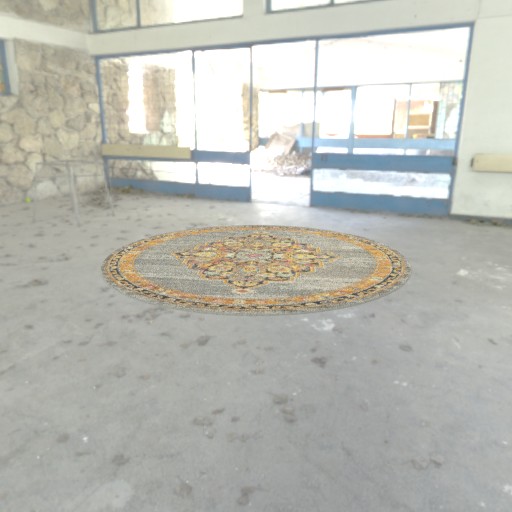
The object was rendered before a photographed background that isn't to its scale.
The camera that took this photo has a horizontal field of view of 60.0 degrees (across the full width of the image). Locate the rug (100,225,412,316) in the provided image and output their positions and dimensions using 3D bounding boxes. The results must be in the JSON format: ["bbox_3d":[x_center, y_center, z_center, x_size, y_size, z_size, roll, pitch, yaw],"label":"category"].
[{"bbox_3d":[0.000,0.000,3.570,2.382,0.014,2.382,0,16,0],"label":"rug"}]
